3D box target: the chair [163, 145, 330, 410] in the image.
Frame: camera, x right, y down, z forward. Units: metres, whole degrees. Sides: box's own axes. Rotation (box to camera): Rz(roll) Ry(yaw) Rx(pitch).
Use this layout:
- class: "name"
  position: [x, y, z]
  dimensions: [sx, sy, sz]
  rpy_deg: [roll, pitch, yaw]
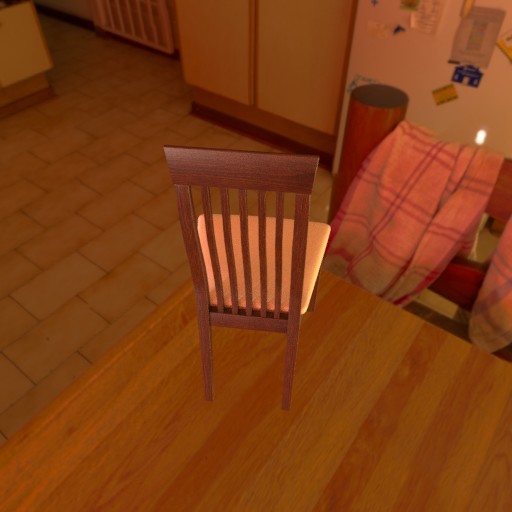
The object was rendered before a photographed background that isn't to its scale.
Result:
- class: "chair"
  position: [0.000, 0.000, 1.344]
  dimensions: [0.460, 1.027, 0.474]
  rpy_deg: [5, 46, 5]
